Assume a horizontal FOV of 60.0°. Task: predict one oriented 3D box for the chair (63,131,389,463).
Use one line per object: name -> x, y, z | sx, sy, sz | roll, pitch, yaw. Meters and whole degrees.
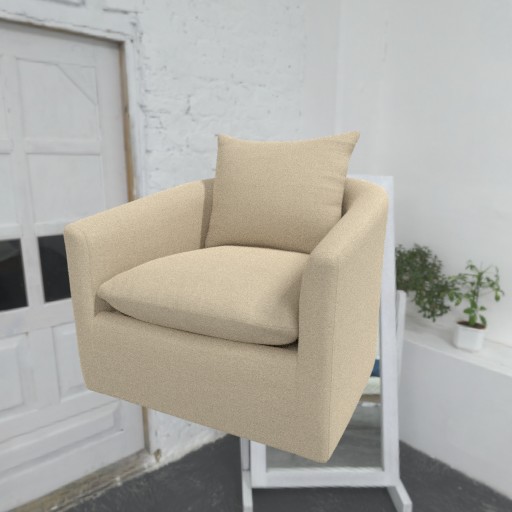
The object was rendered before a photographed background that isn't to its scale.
chair -> 0.000, 0.000, 1.547 | 0.845, 0.848, 0.910 | 7, 15, 25
